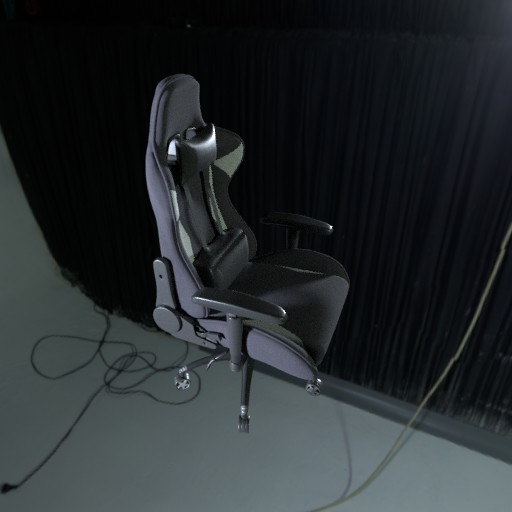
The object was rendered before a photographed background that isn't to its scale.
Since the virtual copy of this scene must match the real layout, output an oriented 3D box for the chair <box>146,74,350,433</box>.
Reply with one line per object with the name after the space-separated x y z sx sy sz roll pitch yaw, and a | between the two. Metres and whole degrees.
0.000 0.000 1.744 0.695 1.300 0.730 11 32 18 | chair
